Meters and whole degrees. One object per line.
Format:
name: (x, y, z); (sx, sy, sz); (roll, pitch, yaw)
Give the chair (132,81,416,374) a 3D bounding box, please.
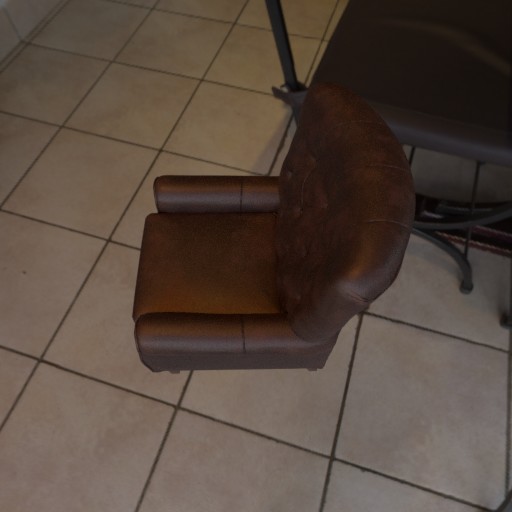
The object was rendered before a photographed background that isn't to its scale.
chair: (0.000, 0.000, 1.920); (1.058, 1.158, 0.948); (-1, 59, -1)
